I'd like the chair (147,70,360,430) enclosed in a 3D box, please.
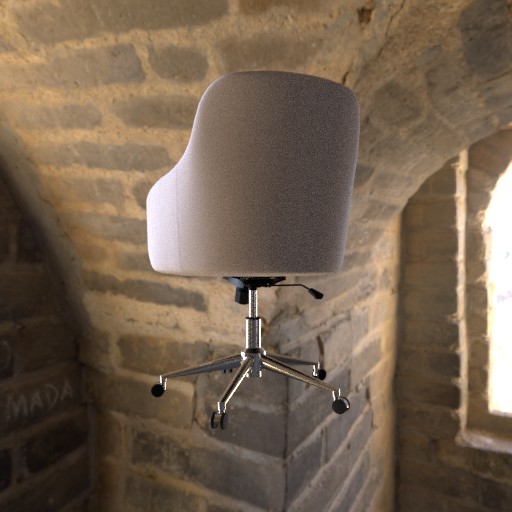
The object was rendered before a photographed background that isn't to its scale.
[{"bbox_3d":[0.000,0.000,1.289,0.602,0.819,0.647,0,-1,-19],"label":"chair"}]
